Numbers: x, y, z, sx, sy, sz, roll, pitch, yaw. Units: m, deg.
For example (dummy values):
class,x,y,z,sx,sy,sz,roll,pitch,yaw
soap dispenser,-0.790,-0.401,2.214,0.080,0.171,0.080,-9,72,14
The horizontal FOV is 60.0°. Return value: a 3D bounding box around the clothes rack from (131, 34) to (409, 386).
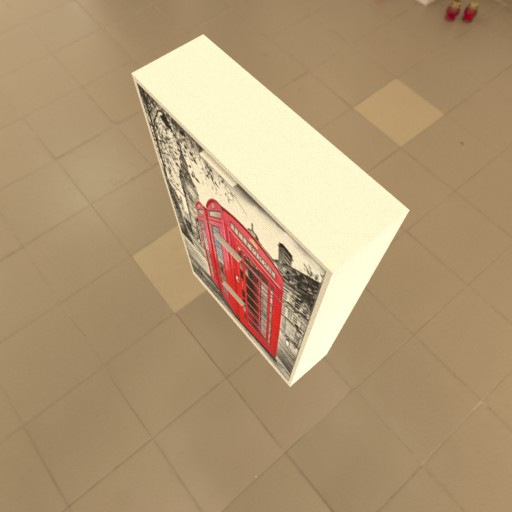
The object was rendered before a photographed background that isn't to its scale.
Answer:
class,x,y,z,sx,sy,sz,roll,pitch,yaw
clothes rack,0.000,0.000,1.636,0.250,1.280,0.750,-37,69,-17
